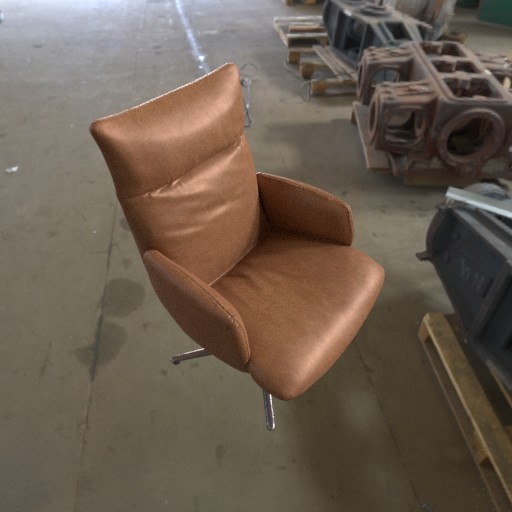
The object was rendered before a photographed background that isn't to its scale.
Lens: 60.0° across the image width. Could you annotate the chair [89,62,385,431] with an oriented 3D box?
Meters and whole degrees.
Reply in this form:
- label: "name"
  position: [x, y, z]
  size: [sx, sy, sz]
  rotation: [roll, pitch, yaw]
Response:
- label: "chair"
  position: [0.000, 0.000, 1.546]
  size: [0.794, 1.027, 0.711]
  rotation: [26, 48, 26]
